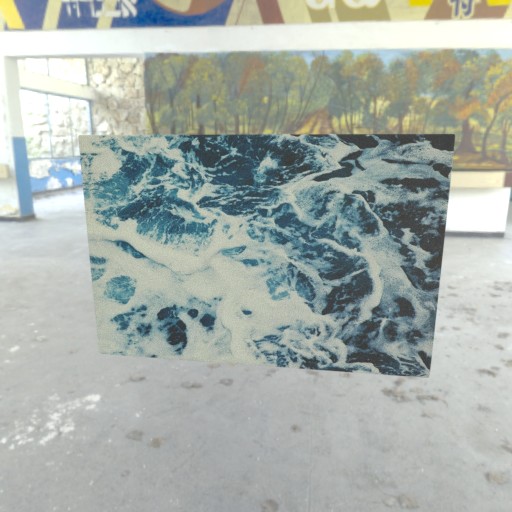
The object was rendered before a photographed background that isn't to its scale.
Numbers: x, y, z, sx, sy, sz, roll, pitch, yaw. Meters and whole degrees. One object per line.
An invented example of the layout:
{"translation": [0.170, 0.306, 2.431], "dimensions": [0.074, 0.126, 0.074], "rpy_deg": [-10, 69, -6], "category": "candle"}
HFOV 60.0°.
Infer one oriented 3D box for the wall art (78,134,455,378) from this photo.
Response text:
{"translation": [0.000, 0.000, 1.925], "dimensions": [1.524, 1.017, 0.055], "rpy_deg": [2, 14, 8], "category": "wall art"}
